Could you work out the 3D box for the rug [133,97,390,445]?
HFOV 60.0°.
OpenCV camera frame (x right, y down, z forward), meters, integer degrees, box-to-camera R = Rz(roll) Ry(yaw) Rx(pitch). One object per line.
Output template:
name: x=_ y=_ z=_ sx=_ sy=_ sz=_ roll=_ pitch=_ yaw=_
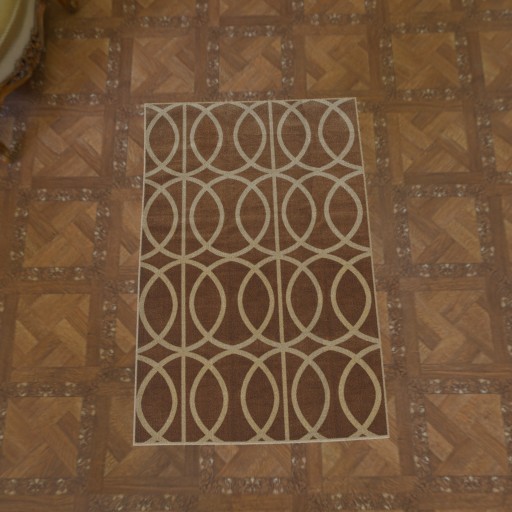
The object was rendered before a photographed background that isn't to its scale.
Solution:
rug: x=0.000 y=0.000 z=2.898 sx=1.528 sy=0.014 sz=2.294 roll=-2 pitch=76 yaw=0
